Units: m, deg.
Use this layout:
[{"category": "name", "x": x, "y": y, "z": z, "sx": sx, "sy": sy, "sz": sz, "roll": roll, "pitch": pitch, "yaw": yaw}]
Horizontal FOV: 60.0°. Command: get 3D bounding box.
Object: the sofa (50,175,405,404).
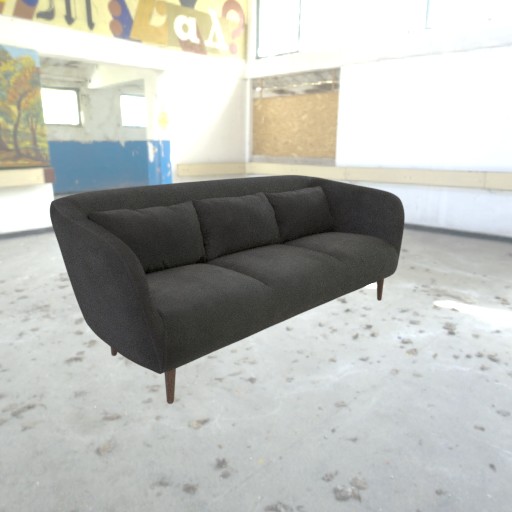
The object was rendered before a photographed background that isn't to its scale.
[{"category": "sofa", "x": 0.000, "y": 0.000, "z": 2.740, "sx": 0.956, "sy": 0.875, "sz": 2.296, "roll": 14, "pitch": 20, "yaw": 43}]
